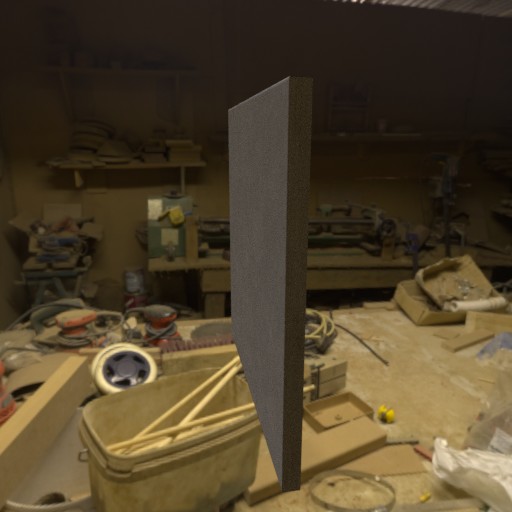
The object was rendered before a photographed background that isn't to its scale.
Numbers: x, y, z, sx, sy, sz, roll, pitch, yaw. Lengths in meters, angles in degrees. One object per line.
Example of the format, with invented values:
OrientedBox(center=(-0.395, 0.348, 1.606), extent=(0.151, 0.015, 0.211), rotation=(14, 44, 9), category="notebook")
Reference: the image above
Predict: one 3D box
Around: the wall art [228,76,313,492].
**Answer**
OrientedBox(center=(0.000, 0.000, 0.452), extent=(0.015, 0.303, 0.303), rotation=(-3, 15, -10), category="wall art")
